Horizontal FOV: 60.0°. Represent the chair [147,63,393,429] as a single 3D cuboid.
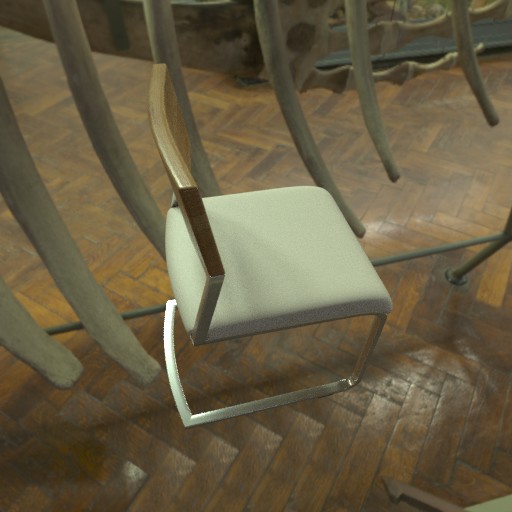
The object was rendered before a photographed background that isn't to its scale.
[{"bbox_3d":[0.000,0.000,1.155,0.585,0.844,0.467,-10,47,-10],"label":"chair"}]
